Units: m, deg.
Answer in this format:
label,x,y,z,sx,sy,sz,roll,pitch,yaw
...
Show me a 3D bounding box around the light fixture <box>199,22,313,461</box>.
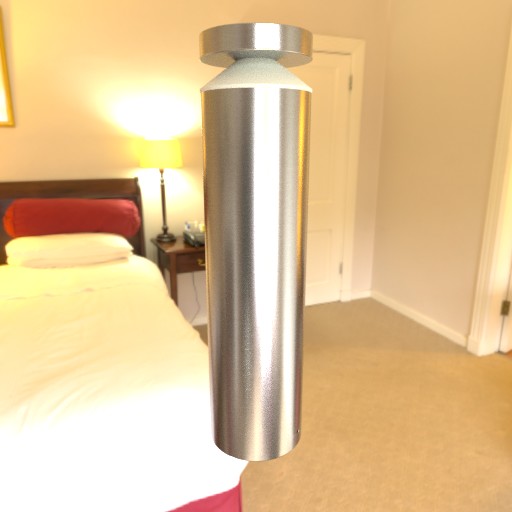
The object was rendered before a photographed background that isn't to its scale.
label,x,y,z,sx,sy,sz,roll,pitch,yaw
light fixture,0.000,0.000,0.442,0.102,0.400,0.102,8,17,28
